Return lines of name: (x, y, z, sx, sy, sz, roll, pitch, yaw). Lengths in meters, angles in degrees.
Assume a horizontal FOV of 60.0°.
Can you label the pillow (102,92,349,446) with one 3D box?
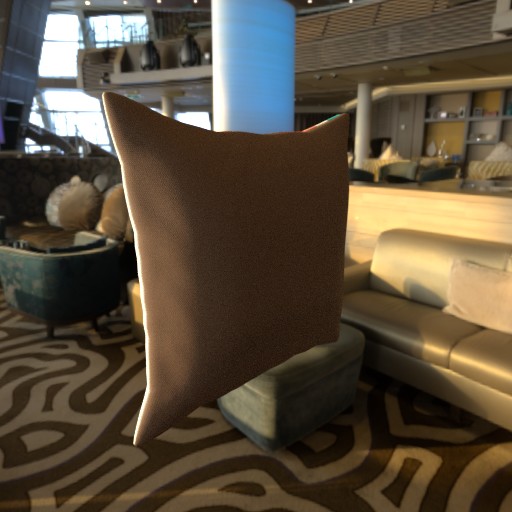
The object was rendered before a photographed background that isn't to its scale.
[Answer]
pillow: (0.000, 0.000, 0.682, 0.453, 0.443, 0.168, -13, 19, -42)
